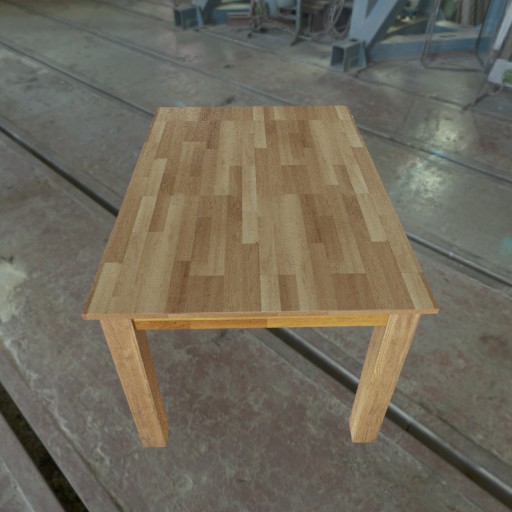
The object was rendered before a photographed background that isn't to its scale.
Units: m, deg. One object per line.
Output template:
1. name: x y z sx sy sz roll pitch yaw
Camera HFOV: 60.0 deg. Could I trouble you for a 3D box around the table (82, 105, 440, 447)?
1. table: 0.000 0.000 1.851 0.900 0.750 1.300 -1 41 -1
